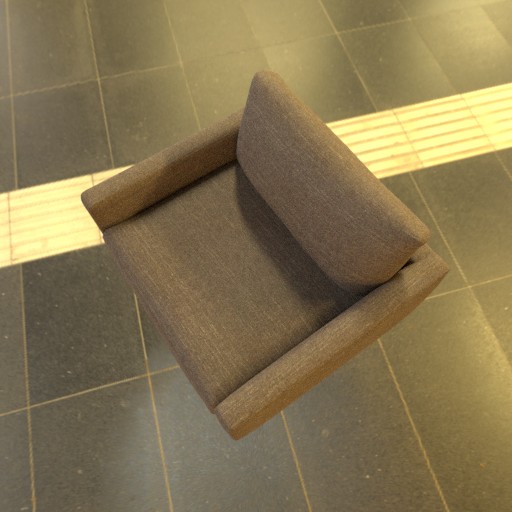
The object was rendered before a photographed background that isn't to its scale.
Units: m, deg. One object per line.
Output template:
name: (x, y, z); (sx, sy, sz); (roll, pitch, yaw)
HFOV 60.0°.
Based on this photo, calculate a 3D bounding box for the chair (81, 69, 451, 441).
chair: (0.000, 0.000, 1.581); (0.845, 0.841, 0.940); (-32, 69, -14)
